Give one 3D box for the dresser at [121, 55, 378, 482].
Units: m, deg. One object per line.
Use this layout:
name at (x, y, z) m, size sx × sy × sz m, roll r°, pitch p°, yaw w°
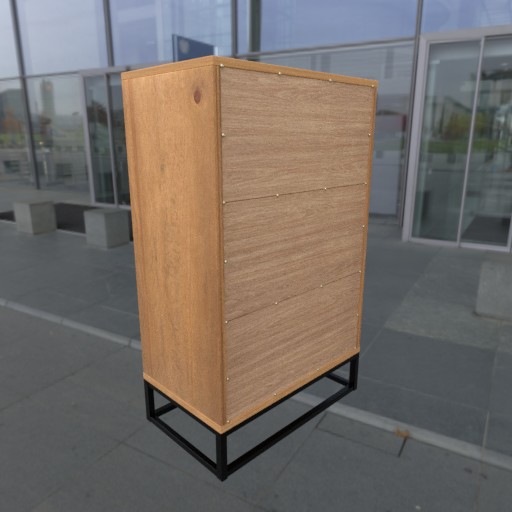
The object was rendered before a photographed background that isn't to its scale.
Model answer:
dresser at (0.000, 0.000, 1.648) m, size 0.761 × 1.240 × 0.479 m, roll -15°, pitch 21°, yaw -42°
